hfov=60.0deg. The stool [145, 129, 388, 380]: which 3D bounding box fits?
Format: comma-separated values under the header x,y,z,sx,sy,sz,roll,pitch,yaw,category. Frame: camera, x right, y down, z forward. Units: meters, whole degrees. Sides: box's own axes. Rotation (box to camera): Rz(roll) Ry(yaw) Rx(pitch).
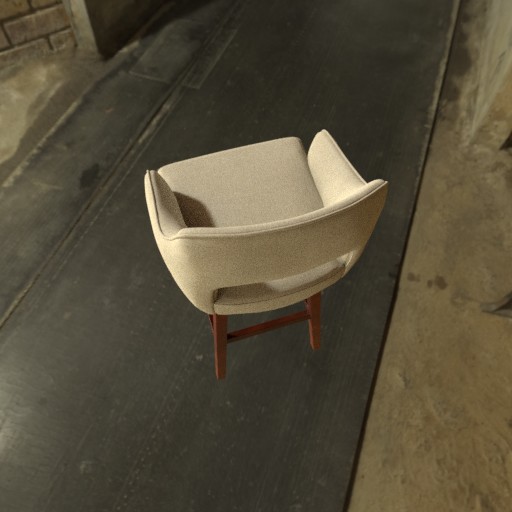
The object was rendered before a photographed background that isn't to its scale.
x,y,z,sx,sy,sz,roll,pitch,yaw,category
0.000,0.000,1.387,0.550,1.041,0.560,-15,59,-9,stool
